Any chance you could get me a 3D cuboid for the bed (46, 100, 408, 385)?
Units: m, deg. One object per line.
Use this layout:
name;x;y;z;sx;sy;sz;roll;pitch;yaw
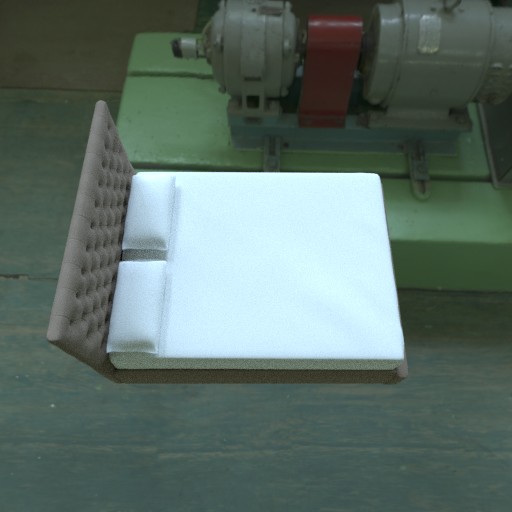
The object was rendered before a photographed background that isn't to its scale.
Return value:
bed;0.000;0.000;3.309;2.233;1.426;1.696;0;65;0
